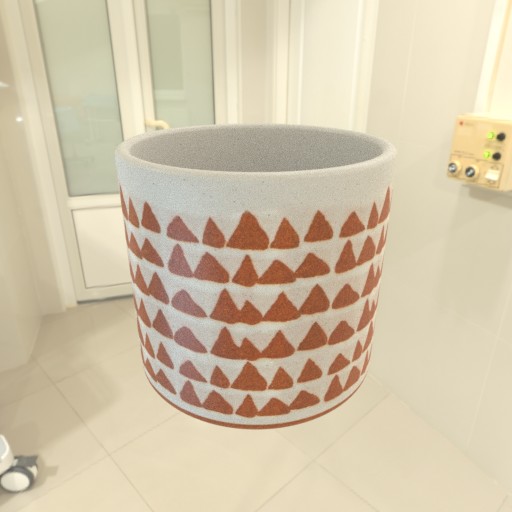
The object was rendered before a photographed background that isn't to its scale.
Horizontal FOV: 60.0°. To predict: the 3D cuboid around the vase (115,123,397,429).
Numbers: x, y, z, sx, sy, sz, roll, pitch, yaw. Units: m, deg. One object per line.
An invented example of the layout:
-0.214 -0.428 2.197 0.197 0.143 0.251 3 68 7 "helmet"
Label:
0.000 0.000 0.249 0.137 0.127 0.137 0 25 0 "vase"
